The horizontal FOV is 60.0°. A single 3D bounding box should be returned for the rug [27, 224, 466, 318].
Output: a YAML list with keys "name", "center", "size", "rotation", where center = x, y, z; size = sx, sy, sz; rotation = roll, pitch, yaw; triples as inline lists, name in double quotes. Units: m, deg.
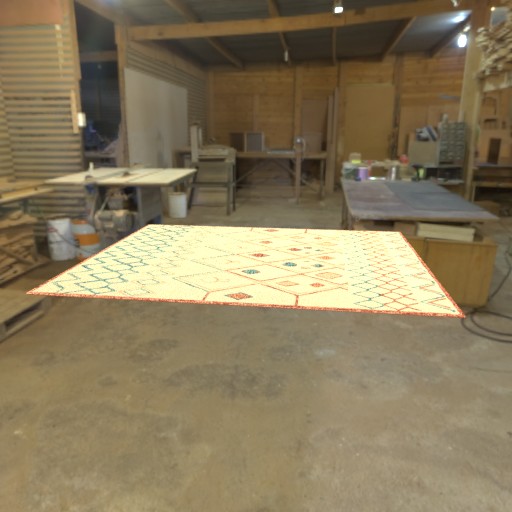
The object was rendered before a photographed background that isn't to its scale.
- name: "rug"
  center: [0.000, 0.000, 4.192]
  size: [3.050, 0.016, 2.441]
  rotation: [2, 16, 8]
